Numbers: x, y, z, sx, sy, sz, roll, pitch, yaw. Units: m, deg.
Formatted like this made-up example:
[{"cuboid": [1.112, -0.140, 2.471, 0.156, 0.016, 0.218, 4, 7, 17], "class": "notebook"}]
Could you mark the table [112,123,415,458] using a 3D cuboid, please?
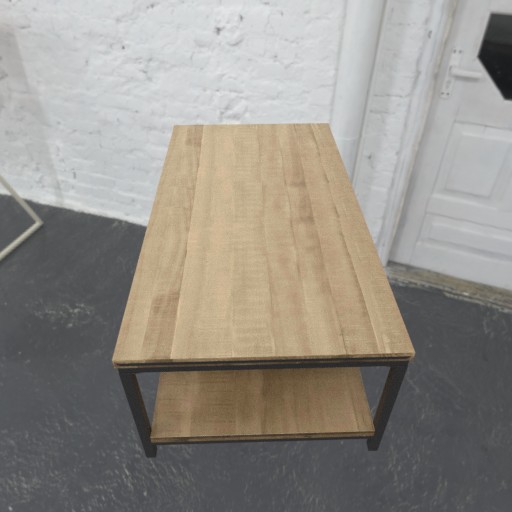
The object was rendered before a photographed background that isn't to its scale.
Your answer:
[{"cuboid": [0.000, 0.000, 1.370, 0.574, 0.393, 1.062, -1, 40, -1], "class": "table"}]
